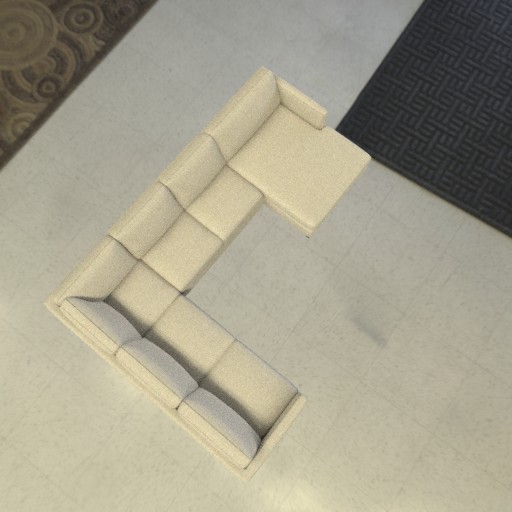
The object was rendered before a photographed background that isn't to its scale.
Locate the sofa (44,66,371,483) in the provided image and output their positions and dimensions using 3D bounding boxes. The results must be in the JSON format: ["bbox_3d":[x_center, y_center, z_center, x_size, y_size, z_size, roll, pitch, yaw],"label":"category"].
[{"bbox_3d":[0.000,0.000,4.578,2.551,0.889,3.403,38,79,9],"label":"sofa"}]
